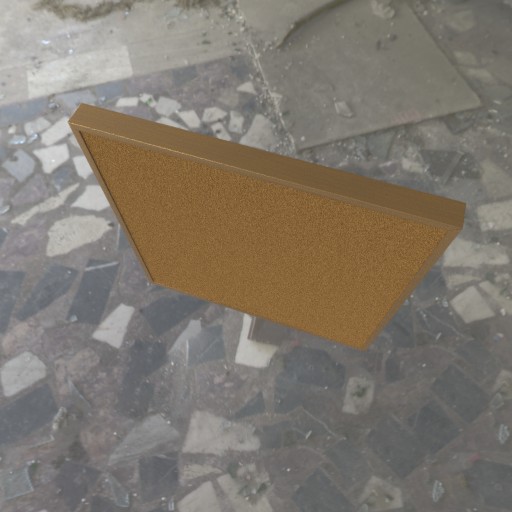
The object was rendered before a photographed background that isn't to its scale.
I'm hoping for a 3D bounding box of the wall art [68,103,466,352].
[{"bbox_3d":[0.000,0.000,0.769,0.505,0.505,0.037,17,63,9],"label":"wall art"}]
